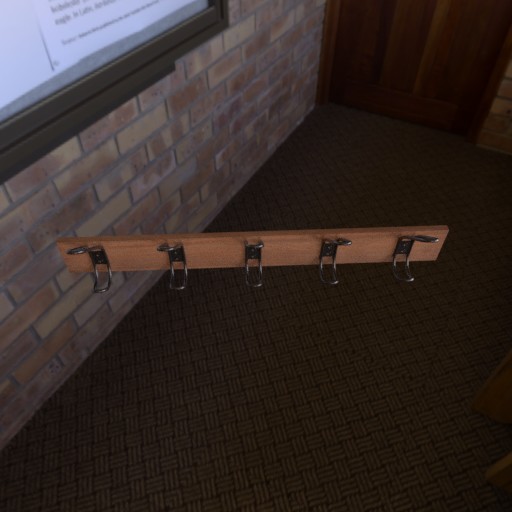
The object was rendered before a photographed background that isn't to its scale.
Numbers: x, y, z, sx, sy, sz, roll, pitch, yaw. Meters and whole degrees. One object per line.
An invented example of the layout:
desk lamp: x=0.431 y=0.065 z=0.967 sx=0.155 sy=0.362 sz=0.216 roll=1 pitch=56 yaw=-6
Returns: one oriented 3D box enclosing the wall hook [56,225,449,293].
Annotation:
wall hook: x=0.000 y=0.000 z=0.612 sx=0.554 sy=0.116 sz=0.076 roll=-2 pitch=47 yaw=-2
